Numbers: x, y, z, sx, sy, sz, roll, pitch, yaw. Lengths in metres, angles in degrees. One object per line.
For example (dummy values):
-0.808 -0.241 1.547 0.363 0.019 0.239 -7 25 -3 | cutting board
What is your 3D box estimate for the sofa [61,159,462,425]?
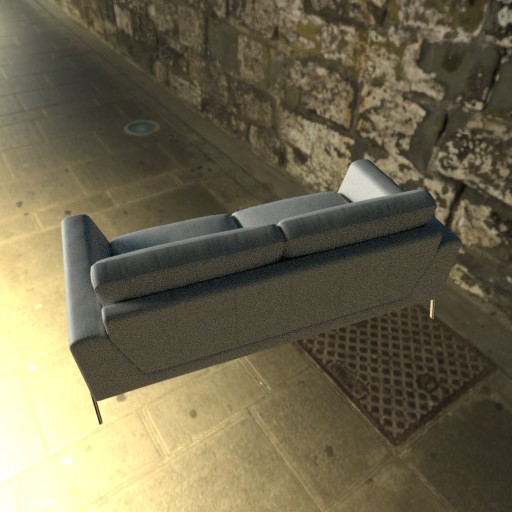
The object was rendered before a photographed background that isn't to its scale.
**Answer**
0.000 0.000 2.527 2.017 0.875 0.953 -14 43 -15 | sofa
